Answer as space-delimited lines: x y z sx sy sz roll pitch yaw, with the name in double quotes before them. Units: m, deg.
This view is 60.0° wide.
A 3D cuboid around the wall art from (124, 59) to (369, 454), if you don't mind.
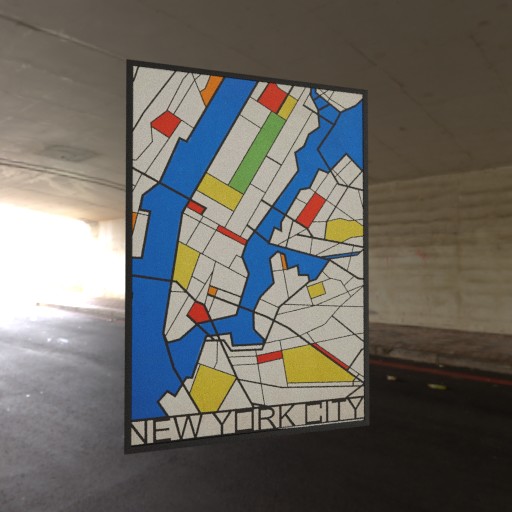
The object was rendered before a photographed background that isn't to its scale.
"wall art" 0.000 0.000 0.808 0.457 0.657 0.013 0 -1 -17
